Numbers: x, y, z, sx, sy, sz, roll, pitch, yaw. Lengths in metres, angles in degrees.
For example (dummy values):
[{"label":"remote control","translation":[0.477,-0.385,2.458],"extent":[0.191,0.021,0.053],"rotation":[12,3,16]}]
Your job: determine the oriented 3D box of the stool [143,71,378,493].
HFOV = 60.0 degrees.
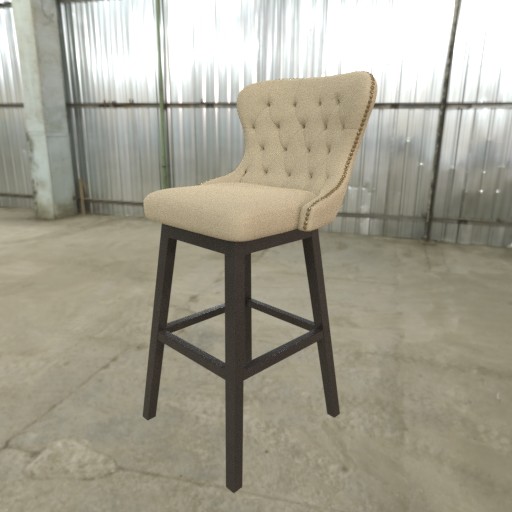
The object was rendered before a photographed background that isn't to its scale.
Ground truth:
[{"label":"stool","translation":[0.000,0.000,1.356],"extent":[0.605,1.066,0.528],"rotation":[-16,22,-42]}]
